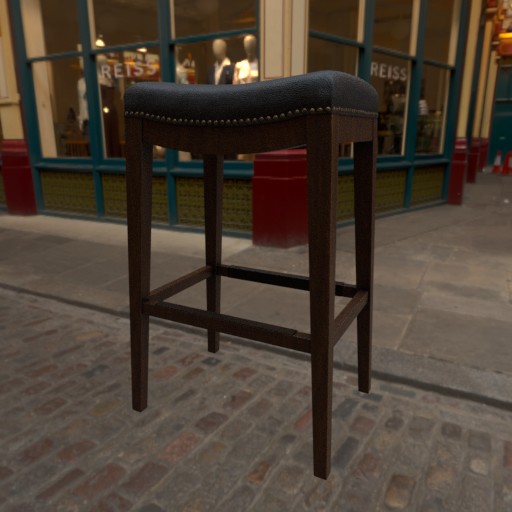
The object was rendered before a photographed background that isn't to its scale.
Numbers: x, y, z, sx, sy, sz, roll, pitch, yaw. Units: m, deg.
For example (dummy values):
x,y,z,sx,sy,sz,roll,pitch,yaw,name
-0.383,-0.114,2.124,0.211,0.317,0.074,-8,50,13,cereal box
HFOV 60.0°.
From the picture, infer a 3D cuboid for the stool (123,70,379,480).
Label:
x,y,z,sx,sy,sz,roll,pitch,yaw,name
0.000,0.000,1.032,0.500,0.765,0.361,8,18,26,stool
